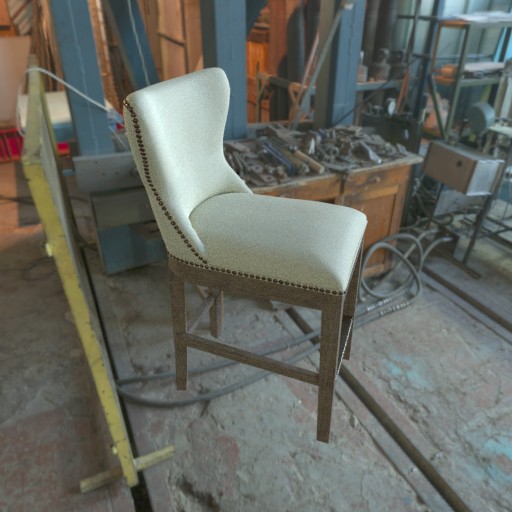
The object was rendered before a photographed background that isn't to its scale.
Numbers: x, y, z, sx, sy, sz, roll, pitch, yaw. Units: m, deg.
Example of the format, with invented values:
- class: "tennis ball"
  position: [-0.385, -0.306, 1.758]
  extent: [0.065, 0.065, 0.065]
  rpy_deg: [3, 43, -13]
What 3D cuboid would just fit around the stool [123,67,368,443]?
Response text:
- class: "stool"
  position: [0.000, 0.000, 1.337]
  extent: [0.608, 0.981, 0.498]
  rpy_deg: [10, 33, 17]
